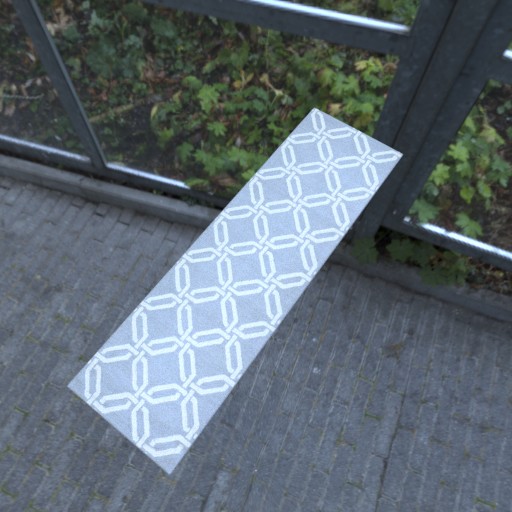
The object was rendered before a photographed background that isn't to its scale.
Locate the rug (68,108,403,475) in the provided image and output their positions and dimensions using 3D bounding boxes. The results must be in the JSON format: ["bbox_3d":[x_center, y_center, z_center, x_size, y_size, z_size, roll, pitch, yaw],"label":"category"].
[{"bbox_3d":[0.000,0.000,2.523,0.678,0.014,2.276,33,69,15],"label":"rug"}]
